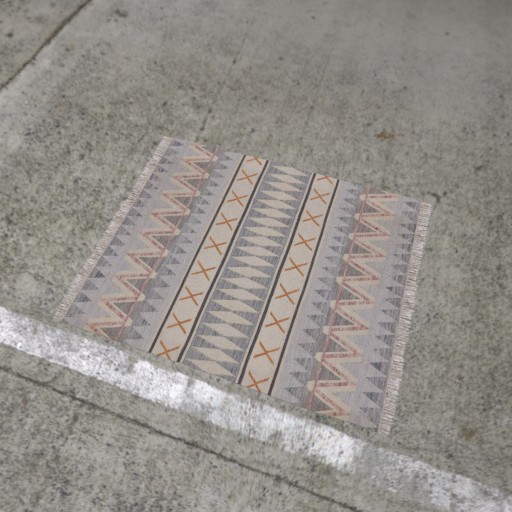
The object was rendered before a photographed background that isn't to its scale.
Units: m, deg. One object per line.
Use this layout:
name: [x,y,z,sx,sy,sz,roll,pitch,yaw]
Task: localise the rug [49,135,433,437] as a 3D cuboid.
rug: [0.000,0.000,4.165,3.000,0.012,2.371,16,60,10]
